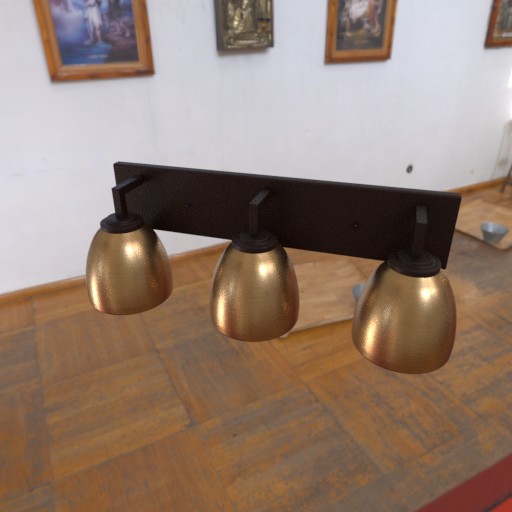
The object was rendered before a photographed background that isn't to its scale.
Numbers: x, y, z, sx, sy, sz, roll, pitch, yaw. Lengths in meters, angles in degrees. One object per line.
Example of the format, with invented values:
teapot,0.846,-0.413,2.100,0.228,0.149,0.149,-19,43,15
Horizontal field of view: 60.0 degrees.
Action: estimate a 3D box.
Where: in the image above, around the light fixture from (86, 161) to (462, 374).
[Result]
light fixture,0.000,0.000,0.663,0.582,0.204,0.157,8,28,16
